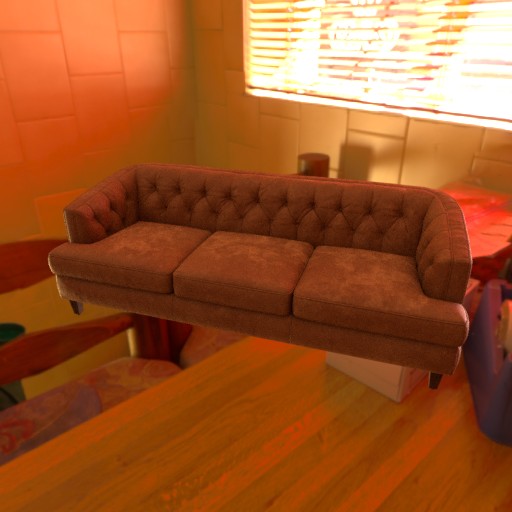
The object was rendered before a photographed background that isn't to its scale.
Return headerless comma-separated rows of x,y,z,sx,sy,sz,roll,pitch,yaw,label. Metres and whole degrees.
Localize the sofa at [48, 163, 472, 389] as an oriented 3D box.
0.000,0.000,2.627,2.257,0.791,0.922,8,27,16,sofa
